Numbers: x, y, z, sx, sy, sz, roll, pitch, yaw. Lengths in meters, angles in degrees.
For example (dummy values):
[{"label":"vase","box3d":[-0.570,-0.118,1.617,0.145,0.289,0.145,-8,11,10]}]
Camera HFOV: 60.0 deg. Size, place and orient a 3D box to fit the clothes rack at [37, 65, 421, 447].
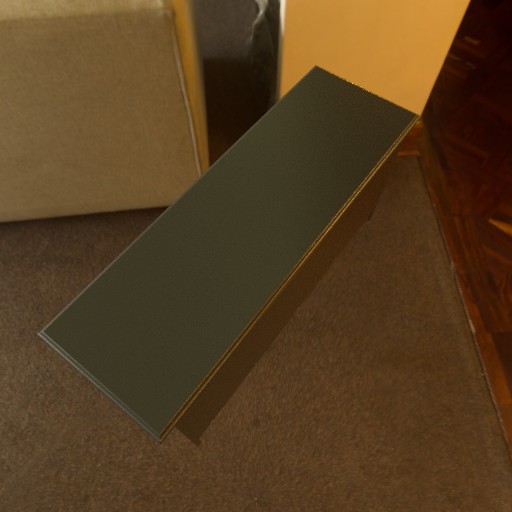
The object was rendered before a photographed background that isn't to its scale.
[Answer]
[{"label":"clothes rack","box3d":[0.000,0.000,1.480,0.406,0.556,1.219,34,66,17]}]
